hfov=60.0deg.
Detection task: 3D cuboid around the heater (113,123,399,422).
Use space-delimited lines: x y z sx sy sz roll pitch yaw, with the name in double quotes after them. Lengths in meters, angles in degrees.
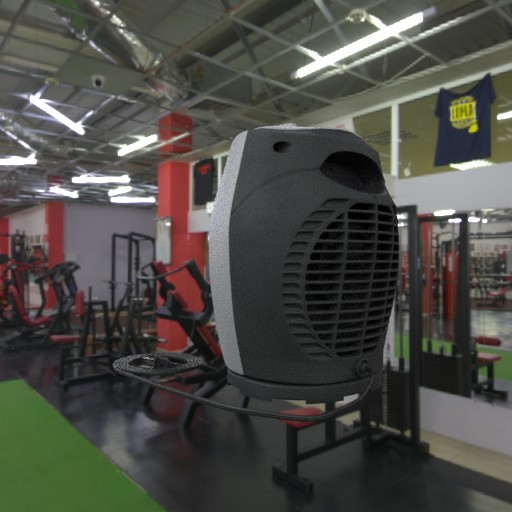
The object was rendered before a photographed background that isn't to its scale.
0.000 0.000 0.478 0.239 0.255 0.291 0 -1 -37 "heater"
